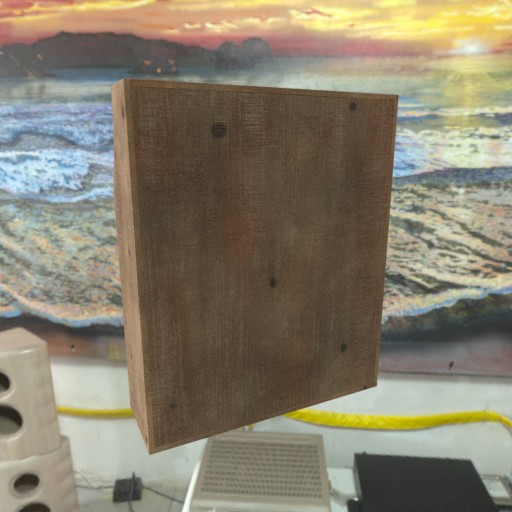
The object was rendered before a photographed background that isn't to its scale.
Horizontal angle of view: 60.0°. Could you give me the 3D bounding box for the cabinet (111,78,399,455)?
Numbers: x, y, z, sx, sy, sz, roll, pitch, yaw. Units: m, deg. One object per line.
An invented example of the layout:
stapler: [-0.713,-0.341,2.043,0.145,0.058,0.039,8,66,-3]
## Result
cabinet: [0.000,0.000,0.852,0.489,0.590,0.184,-7,16,-25]
